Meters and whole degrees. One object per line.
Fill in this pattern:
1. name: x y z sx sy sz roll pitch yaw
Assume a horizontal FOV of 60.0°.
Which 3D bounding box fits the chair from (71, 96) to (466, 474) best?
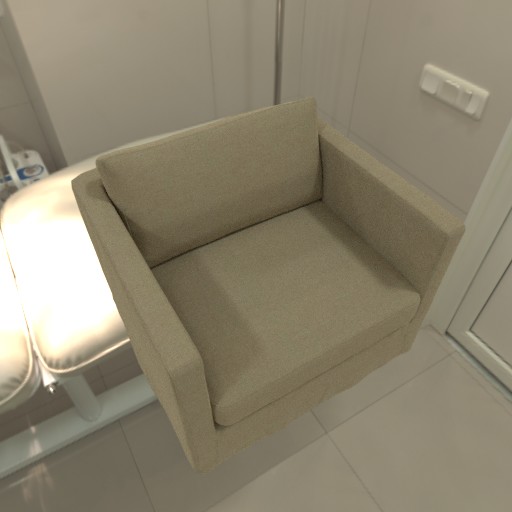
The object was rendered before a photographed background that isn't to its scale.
1. chair: 0.000 0.000 1.685 1.057 0.863 0.949 -23 51 -21
